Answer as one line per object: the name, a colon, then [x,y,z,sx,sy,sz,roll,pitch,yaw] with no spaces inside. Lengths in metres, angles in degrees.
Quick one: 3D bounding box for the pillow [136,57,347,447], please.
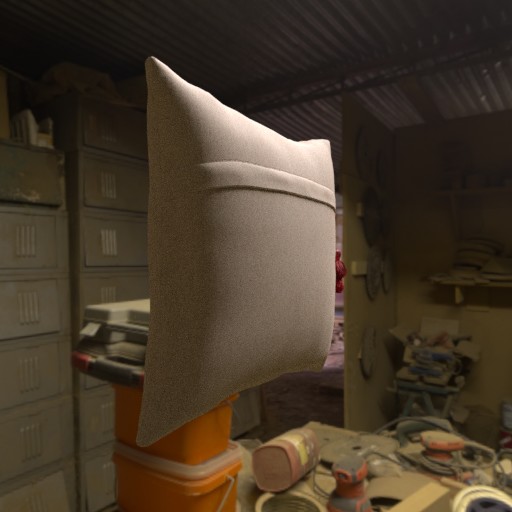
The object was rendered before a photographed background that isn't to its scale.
pillow: [0.000,0.000,0.664,0.173,0.436,0.433,0,0,36]
